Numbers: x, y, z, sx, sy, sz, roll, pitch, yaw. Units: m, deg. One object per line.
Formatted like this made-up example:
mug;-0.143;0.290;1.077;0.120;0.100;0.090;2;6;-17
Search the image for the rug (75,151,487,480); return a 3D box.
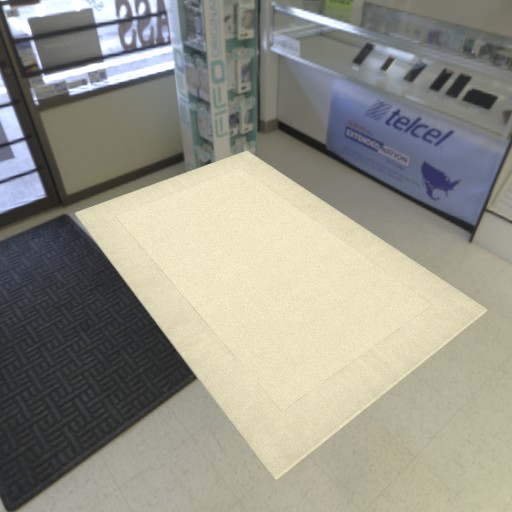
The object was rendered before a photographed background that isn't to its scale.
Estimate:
rug;0.000;0.000;2.254;1.219;0.013;1.829;-26;48;-27
